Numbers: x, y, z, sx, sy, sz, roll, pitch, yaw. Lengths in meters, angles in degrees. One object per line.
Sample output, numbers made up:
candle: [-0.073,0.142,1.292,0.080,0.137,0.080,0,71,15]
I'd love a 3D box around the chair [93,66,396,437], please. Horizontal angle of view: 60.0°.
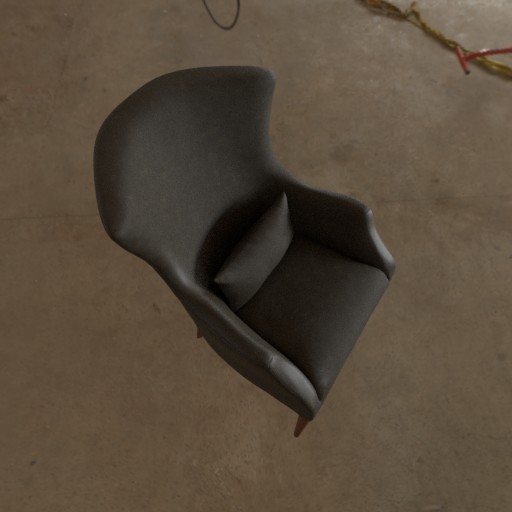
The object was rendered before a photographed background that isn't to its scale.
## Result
chair: [0.000,0.000,1.696,0.954,1.068,0.819,29,62,17]
